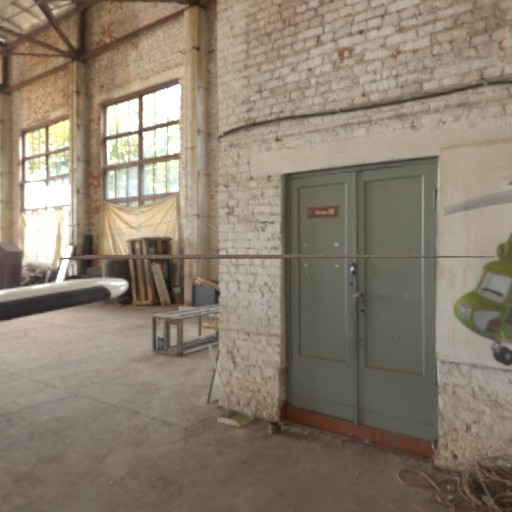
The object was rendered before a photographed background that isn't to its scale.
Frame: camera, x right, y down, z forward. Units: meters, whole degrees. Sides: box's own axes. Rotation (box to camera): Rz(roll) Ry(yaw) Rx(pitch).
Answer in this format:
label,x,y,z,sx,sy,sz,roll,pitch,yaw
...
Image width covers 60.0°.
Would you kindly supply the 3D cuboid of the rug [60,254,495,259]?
label,x,y,z,sx,sy,sz,roll,pitch,yaw
rug,0.000,0.000,4.060,3.035,0.008,2.425,0,1,-17
